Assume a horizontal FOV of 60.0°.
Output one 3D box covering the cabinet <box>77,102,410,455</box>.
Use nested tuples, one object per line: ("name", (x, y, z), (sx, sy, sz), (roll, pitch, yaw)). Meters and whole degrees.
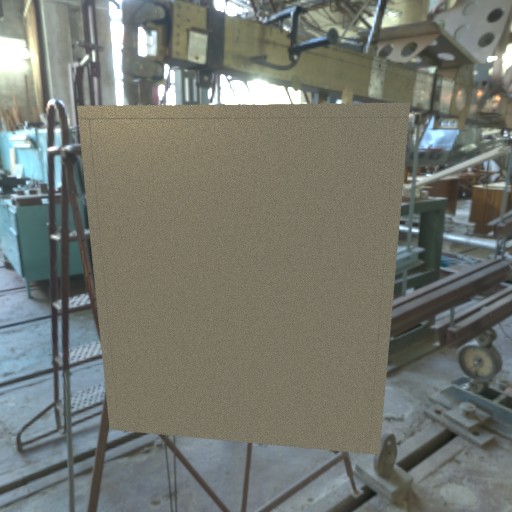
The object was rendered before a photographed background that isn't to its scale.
("cabinet", (0.000, 0.000, 0.759), (0.400, 0.470, 0.360), (2, 15, 8))
